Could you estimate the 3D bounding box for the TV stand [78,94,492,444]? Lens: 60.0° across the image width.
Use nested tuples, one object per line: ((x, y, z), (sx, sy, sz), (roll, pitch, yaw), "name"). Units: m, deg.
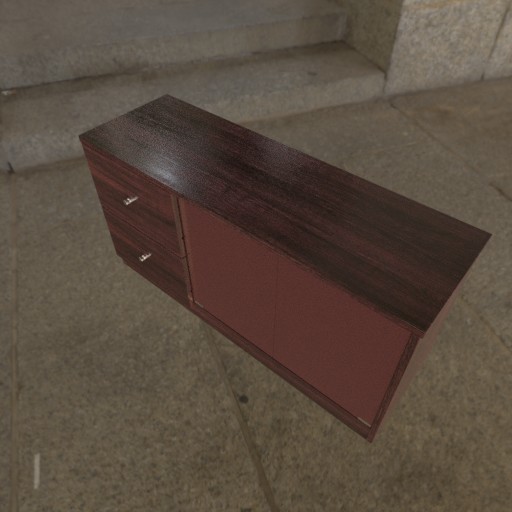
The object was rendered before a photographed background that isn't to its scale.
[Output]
((0.000, 0.000, 1.477), (1.192, 0.614, 0.404), (31, 53, 27), "TV stand")
